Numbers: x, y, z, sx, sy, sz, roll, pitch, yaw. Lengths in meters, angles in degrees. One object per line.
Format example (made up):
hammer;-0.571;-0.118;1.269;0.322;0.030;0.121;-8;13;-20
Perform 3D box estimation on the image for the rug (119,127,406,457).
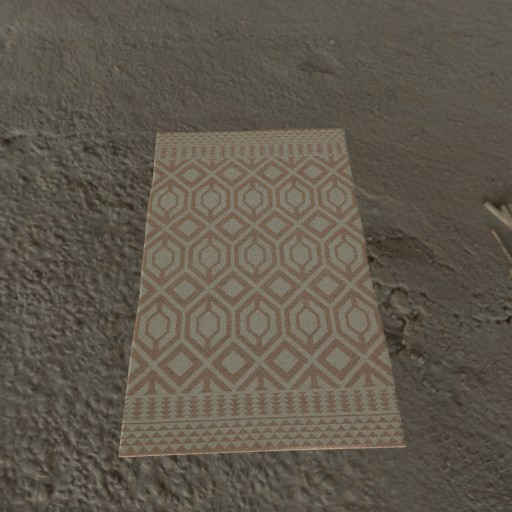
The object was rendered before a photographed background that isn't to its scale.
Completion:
rug;0.000;0.000;2.979;1.526;0.011;2.435;-2;58;-1
